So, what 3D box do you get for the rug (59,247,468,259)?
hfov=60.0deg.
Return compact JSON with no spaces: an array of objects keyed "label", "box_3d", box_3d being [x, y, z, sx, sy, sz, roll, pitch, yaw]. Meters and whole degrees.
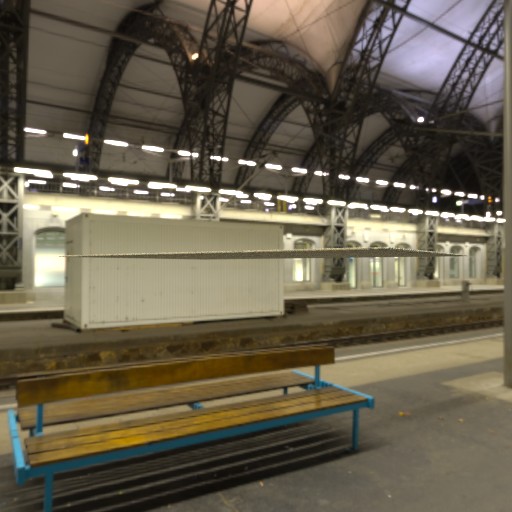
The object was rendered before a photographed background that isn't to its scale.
[{"label":"rug","box_3d":[0.000,0.000,3.107,2.438,0.010,1.524,-1,-2,36]}]
